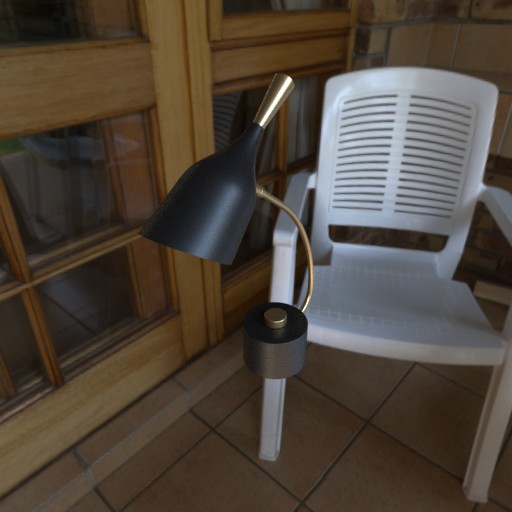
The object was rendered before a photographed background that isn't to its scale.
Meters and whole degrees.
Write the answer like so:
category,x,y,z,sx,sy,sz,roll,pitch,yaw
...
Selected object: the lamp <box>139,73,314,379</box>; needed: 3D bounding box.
category,x,y,z,sx,sy,sz,roll,pitch,yaw
lamp,0.000,0.000,0.618,0.110,0.464,0.352,20,37,30
